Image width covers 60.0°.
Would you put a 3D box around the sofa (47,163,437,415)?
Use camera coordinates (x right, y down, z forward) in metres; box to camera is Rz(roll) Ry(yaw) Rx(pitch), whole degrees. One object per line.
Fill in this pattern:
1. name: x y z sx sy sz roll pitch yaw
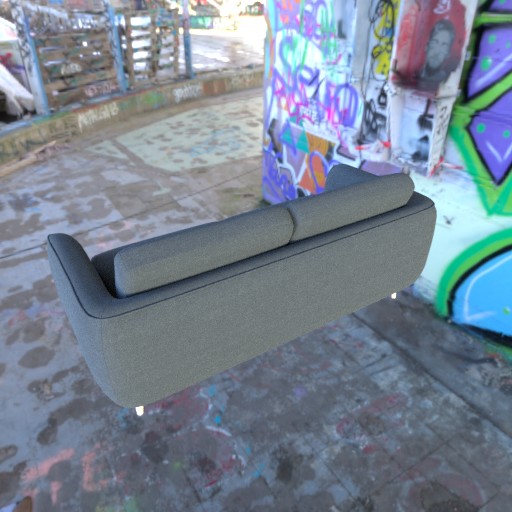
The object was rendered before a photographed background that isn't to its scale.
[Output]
1. sofa: 0.000 0.000 2.452 2.000 0.850 0.920 -18 36 -27
